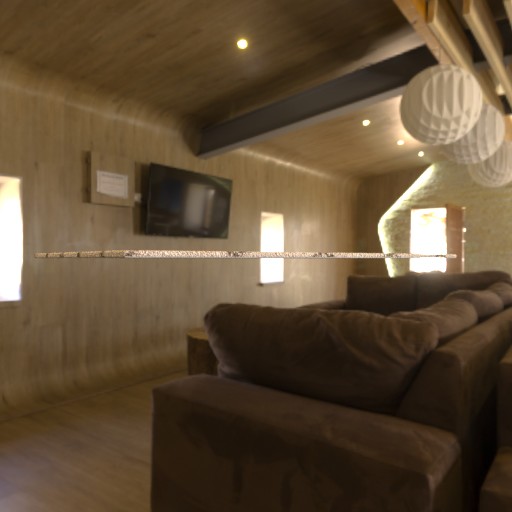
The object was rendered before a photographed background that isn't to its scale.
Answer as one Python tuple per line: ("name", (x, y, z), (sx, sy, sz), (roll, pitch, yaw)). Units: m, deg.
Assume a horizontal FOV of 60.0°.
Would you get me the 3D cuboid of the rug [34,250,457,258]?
("rug", (0.000, 0.000, 2.992), (2.438, 0.030, 1.524), (0, 0, -38))
